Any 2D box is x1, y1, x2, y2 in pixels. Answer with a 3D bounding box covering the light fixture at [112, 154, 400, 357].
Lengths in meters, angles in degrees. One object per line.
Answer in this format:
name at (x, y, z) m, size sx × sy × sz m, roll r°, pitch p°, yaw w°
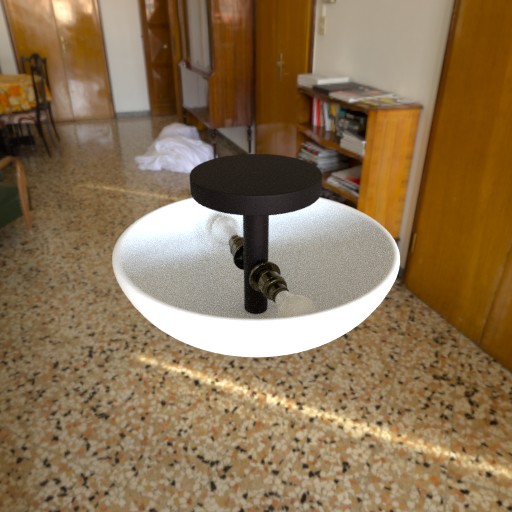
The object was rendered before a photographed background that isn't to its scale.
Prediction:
light fixture at (0.000, 0.000, 0.539) m, size 0.331 × 0.212 × 0.331 m, roll 0°, pitch 29°, yaw 0°
